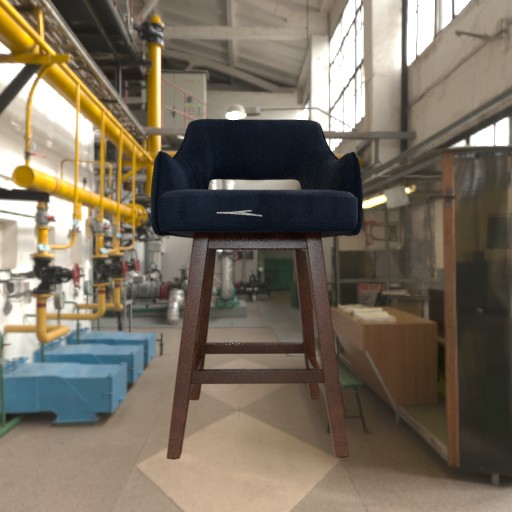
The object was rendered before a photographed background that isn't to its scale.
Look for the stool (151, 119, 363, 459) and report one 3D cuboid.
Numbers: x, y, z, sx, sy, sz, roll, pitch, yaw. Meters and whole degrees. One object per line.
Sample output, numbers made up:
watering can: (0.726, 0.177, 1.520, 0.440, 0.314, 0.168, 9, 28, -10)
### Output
stool: (0.000, 0.000, 1.279, 0.550, 0.940, 0.560, 0, 0, -1)
